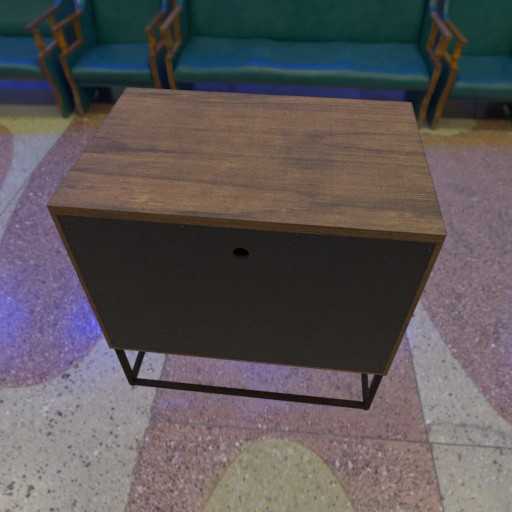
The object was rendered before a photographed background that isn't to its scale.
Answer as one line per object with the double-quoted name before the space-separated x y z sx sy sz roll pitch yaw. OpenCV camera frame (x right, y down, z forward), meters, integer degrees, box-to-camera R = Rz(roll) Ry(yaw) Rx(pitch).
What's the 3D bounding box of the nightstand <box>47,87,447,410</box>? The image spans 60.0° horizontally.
"nightstand" 0.000 0.000 1.036 0.610 0.610 0.437 5 46 4
